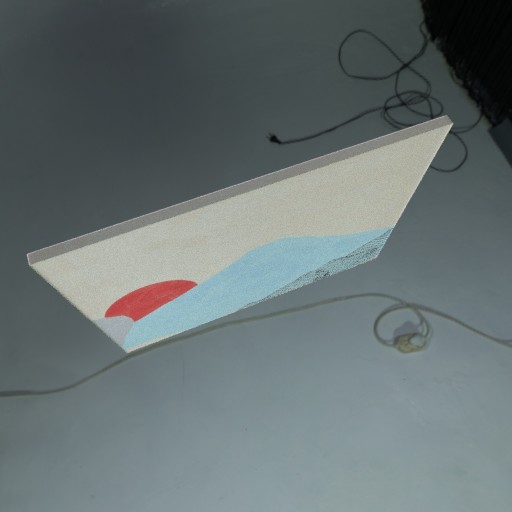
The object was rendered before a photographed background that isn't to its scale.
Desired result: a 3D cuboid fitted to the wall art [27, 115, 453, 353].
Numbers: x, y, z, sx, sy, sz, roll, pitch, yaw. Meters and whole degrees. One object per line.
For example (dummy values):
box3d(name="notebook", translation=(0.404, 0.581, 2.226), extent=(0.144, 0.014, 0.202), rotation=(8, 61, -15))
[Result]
box3d(name="wall art", translation=(0.000, 0.000, 1.608), extent=(1.219, 0.912, 0.042), rotation=(-20, 66, -9))
